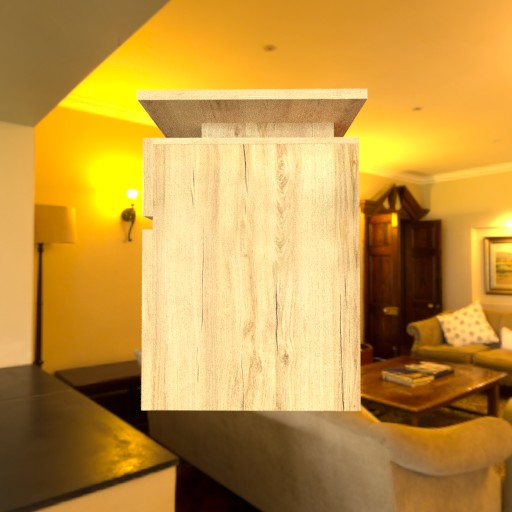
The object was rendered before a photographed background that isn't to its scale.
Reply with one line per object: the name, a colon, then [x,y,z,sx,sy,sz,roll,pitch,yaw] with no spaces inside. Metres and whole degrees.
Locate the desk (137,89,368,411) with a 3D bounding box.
desk: [0.000,0.000,1.747,0.550,0.760,1.400,0,-1,1]
